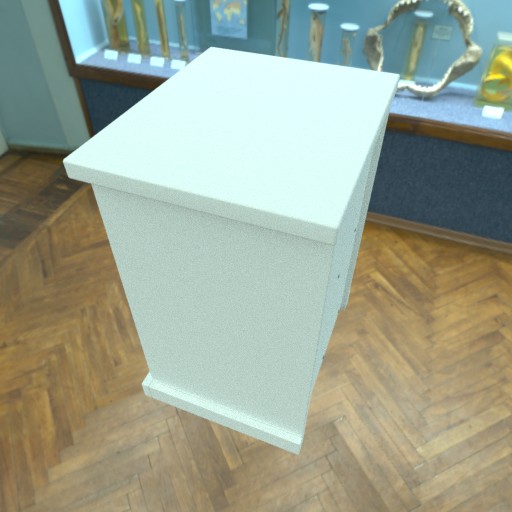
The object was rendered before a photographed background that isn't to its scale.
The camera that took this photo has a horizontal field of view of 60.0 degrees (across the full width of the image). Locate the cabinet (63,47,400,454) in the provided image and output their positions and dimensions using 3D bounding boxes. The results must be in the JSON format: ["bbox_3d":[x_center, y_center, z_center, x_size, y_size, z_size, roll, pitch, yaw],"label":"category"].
[{"bbox_3d":[0.000,0.000,1.042,0.431,0.723,0.520,15,46,15],"label":"cabinet"}]
